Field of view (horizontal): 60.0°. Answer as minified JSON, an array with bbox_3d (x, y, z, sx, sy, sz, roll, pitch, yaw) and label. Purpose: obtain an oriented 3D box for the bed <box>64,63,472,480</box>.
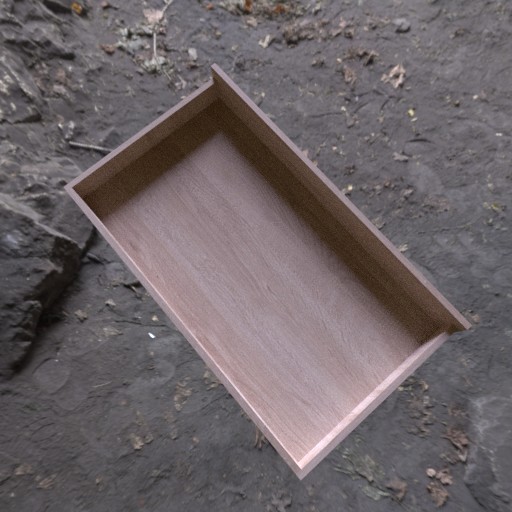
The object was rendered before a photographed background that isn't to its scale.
[{"bbox_3d":[0.000,0.000,1.476,0.685,0.209,1.200,-40,79,-10],"label":"bed"}]
